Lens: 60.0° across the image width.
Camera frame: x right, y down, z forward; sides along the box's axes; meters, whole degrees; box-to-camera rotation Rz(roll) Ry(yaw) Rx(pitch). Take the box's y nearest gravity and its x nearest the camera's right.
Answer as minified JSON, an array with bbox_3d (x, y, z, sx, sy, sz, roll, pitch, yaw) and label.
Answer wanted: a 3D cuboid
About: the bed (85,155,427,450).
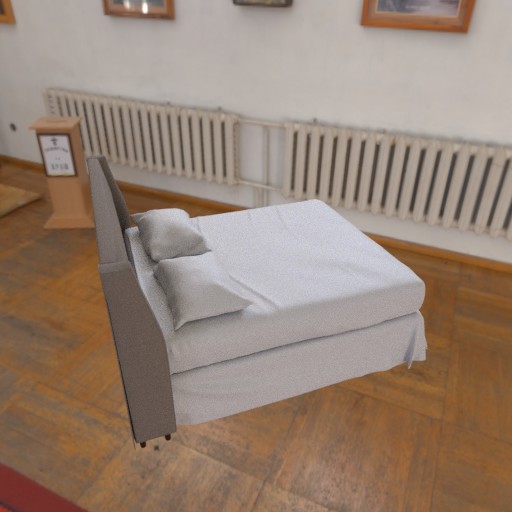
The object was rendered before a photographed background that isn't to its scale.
[{"bbox_3d":[0.000,0.000,3.484,2.276,1.332,1.925,-10,32,-17],"label":"bed"}]
